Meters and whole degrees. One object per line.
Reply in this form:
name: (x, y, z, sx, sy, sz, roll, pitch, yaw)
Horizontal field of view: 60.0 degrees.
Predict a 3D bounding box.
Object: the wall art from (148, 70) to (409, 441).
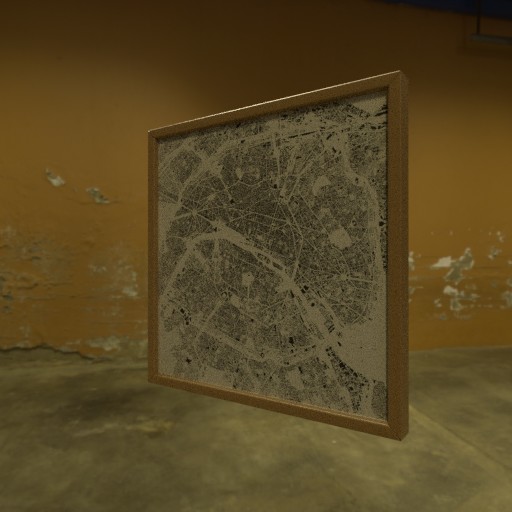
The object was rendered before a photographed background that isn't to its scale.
wall art: (0.000, 0.000, 0.767, 0.509, 0.509, 0.036, 0, 0, 35)
